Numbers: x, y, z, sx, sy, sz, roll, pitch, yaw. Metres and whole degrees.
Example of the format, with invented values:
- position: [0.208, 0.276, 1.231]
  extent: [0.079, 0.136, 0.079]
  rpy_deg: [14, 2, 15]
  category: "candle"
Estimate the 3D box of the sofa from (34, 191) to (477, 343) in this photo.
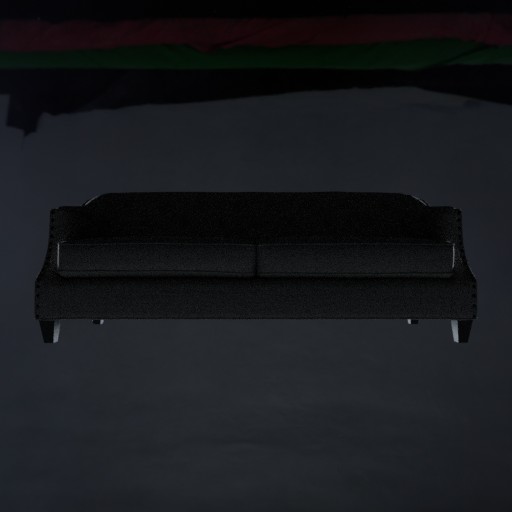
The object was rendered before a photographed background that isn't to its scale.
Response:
- position: [0.000, 0.000, 2.667]
  extent: [2.235, 0.901, 0.914]
  rpy_deg: [0, -1, 0]
  category: "sofa"
